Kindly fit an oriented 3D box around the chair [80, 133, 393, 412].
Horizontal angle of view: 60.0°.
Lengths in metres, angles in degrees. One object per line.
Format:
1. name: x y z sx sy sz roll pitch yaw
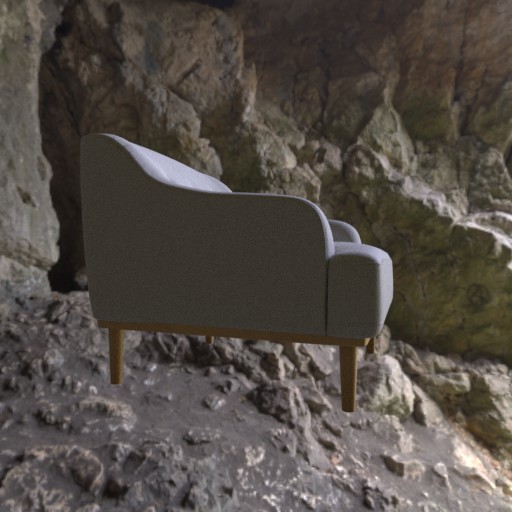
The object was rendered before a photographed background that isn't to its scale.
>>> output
1. chair: 0.000 0.000 1.646 0.951 0.818 0.946 0 0 19
